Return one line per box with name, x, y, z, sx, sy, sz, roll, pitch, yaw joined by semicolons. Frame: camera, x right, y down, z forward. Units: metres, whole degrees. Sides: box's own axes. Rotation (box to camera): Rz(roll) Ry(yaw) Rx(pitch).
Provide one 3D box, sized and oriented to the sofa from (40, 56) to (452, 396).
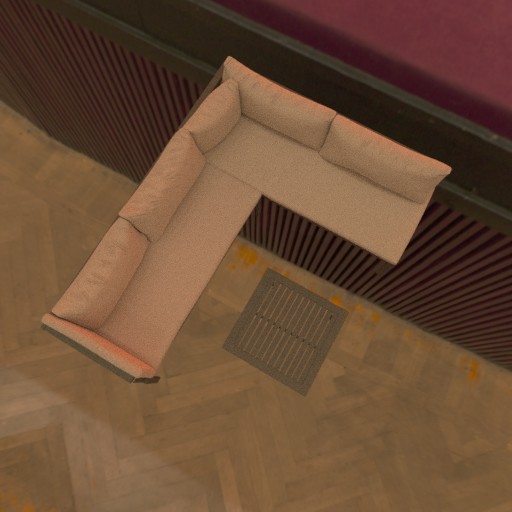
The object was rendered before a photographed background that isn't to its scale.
sofa;0.000;0.000;2.902;1.658;0.758;2.096;29;77;7
